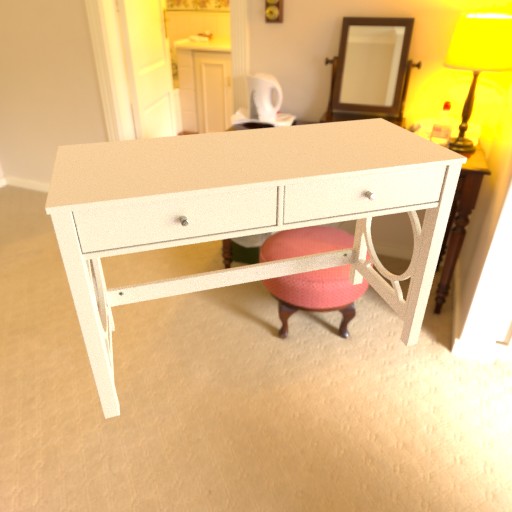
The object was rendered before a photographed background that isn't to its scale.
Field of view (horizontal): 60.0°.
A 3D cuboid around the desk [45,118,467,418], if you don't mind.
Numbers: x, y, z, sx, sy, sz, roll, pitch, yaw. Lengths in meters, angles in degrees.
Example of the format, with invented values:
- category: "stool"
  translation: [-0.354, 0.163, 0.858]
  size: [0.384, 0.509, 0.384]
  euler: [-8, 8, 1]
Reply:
- category: "desk"
  translation: [0.000, 0.000, 1.586]
  size: [1.191, 0.762, 0.504]
  euler: [-9, 33, -15]
